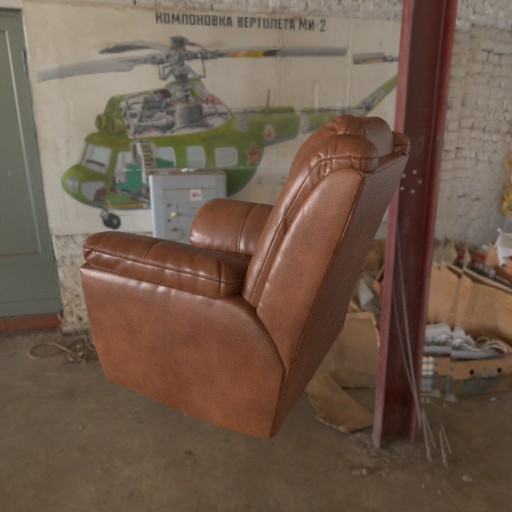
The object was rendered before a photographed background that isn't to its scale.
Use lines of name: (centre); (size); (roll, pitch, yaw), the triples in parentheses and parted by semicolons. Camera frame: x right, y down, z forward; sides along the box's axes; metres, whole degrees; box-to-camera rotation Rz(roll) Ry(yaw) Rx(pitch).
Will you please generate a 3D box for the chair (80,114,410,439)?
chair: (0.000, 0.000, 1.819); (1.041, 1.093, 0.990); (8, 18, 24)
